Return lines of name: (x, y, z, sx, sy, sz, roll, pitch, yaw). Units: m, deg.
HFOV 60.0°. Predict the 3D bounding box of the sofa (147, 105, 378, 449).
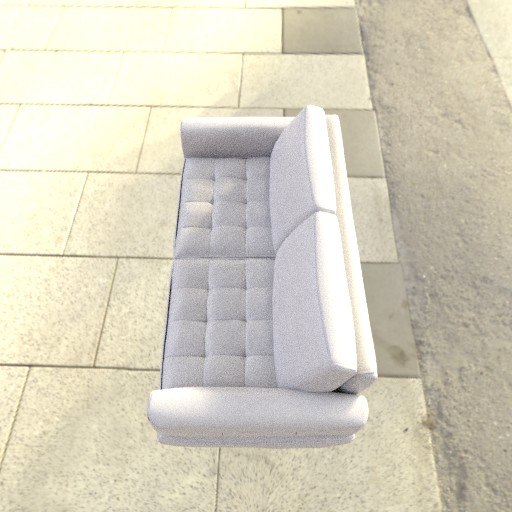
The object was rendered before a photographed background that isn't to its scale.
sofa: (0.000, 0.000, 2.776, 1.121, 0.930, 2.177, 0, 58, 0)
